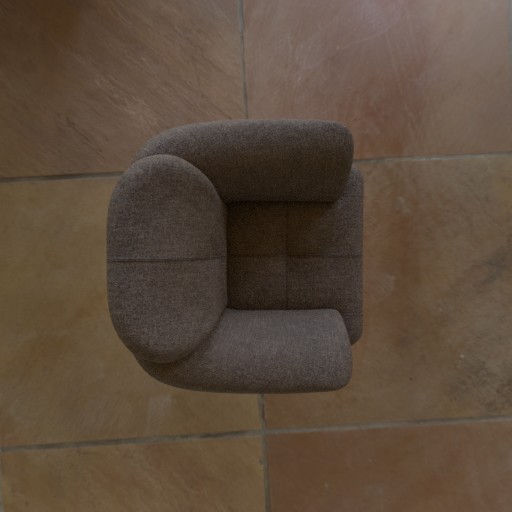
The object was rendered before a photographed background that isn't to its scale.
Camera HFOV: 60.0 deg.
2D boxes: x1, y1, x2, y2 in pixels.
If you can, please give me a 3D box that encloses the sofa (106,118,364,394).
[{"bbox_3d":[0.000,0.000,1.546,0.794,0.811,0.870,0,91,-1],"label":"sofa"}]
